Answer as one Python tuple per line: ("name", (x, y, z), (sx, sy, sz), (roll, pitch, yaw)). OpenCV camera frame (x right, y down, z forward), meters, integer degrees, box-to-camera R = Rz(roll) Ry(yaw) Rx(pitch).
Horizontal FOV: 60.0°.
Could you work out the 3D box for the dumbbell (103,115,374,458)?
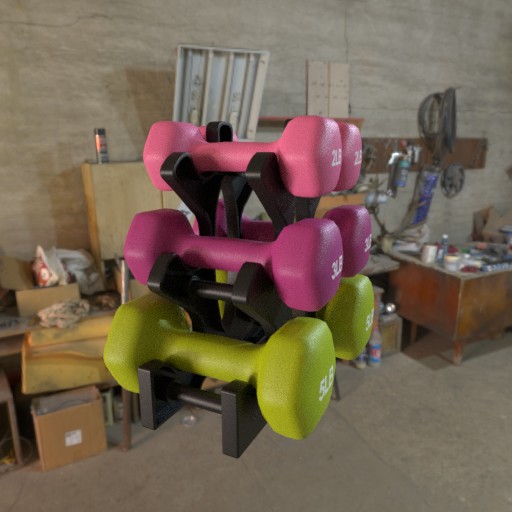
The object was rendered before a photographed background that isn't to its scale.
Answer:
("dumbbell", (0.000, 0.000, 0.445), (0.203, 0.261, 0.257), (6, 15, 26))
